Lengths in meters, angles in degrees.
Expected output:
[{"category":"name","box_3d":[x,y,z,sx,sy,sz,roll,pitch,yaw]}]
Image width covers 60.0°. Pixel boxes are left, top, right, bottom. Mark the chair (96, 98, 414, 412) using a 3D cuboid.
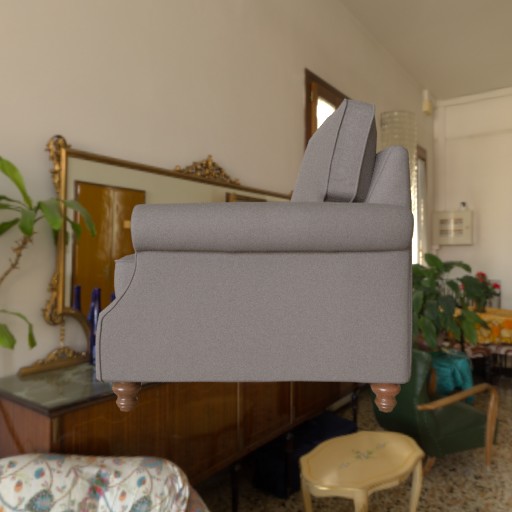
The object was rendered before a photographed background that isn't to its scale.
[{"category":"chair","box_3d":[0.000,0.000,1.742,0.966,0.967,1.029,0,0,0]}]
